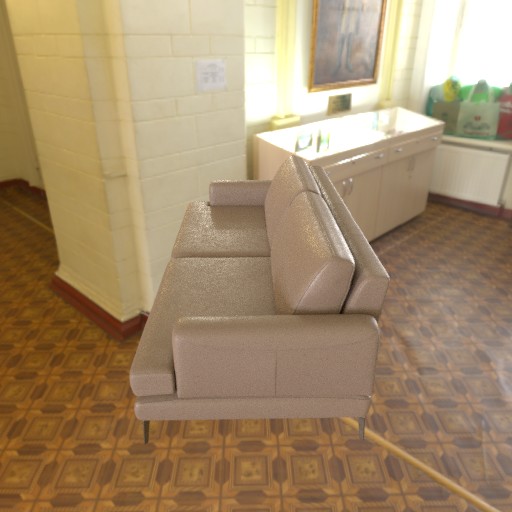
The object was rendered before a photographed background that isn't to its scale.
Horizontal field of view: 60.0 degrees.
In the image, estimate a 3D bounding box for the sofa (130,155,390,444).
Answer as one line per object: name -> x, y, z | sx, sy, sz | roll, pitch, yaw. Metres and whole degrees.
sofa -> 0.000, 0.000, 2.466 | 0.974, 0.765, 1.940 | -1, 26, -1
